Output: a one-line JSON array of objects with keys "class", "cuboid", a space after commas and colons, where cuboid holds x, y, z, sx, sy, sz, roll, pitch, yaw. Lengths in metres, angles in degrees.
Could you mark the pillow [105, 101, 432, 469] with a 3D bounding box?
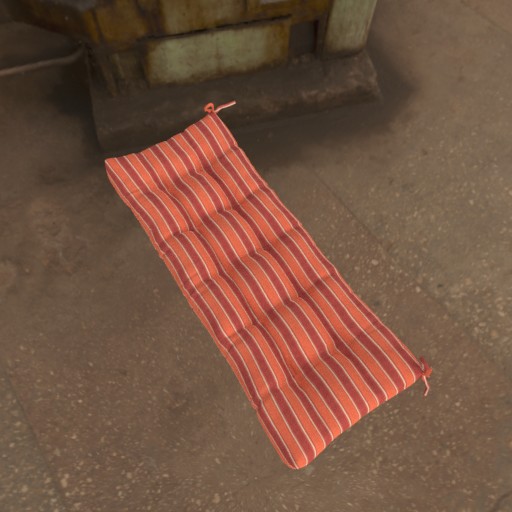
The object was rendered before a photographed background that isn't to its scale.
[{"class": "pillow", "cuboid": [0.000, 0.000, 1.364, 0.511, 0.174, 1.194, -30, 67, -14]}]
